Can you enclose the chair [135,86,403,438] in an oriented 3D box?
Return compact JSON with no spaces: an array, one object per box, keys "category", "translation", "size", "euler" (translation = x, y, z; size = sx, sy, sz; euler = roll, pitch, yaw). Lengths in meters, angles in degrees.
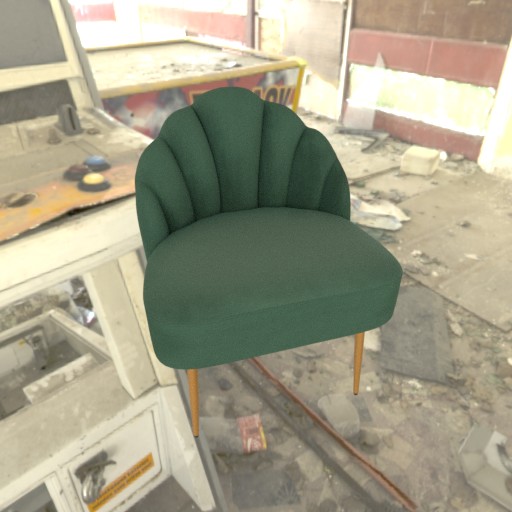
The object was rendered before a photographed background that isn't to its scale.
[{"category":"chair","translation":[0.000,0.000,1.277],"size":[0.657,0.819,0.599],"euler":[-9,34,-15]}]
